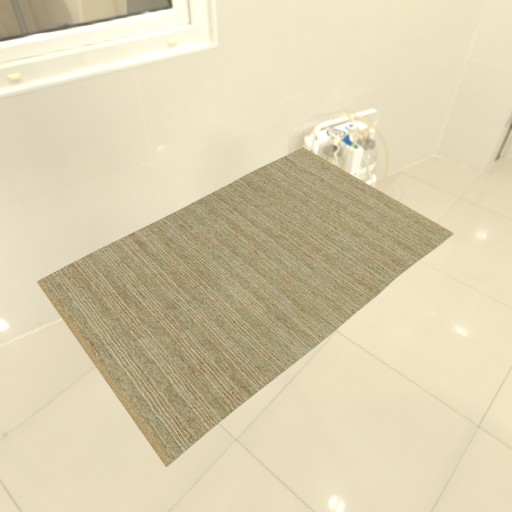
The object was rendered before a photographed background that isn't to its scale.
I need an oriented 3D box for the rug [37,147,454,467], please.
[{"bbox_3d":[0.000,0.000,3.034,2.448,0.012,1.540,-32,53,-27],"label":"rug"}]
